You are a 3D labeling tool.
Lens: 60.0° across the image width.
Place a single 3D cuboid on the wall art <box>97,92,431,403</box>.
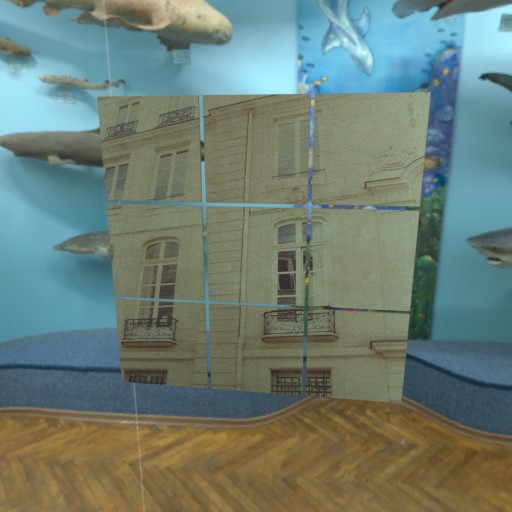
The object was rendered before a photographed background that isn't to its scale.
[{"bbox_3d":[0.000,0.000,2.218,1.526,1.522,0.023,2,15,8],"label":"wall art"}]
